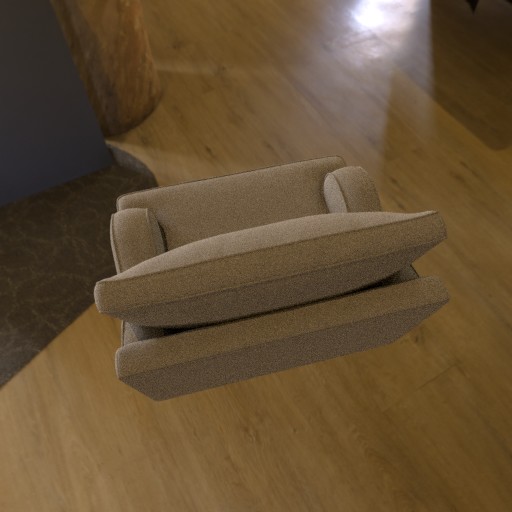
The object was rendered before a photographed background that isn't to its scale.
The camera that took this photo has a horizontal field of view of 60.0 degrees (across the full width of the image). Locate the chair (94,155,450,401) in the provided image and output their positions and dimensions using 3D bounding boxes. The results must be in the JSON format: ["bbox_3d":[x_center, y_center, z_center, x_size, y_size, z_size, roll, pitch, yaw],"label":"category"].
[{"bbox_3d":[0.000,0.000,2.016,1.220,1.016,1.040,-12,60,-7],"label":"chair"}]
